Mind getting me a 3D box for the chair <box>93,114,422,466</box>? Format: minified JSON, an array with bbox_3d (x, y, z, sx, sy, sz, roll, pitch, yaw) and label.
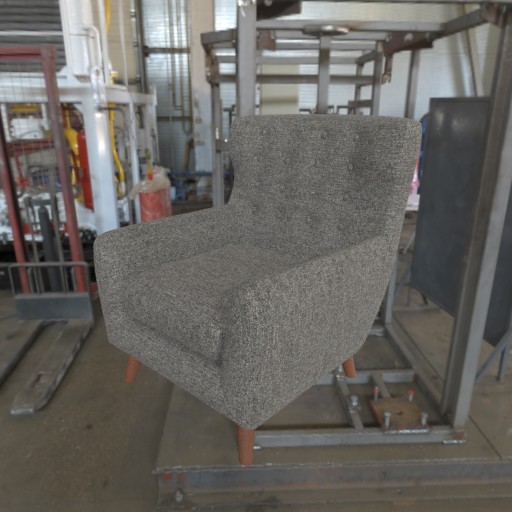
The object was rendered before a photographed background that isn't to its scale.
[{"bbox_3d":[0.000,0.000,1.721,0.889,1.039,0.940,16,24,40],"label":"chair"}]
